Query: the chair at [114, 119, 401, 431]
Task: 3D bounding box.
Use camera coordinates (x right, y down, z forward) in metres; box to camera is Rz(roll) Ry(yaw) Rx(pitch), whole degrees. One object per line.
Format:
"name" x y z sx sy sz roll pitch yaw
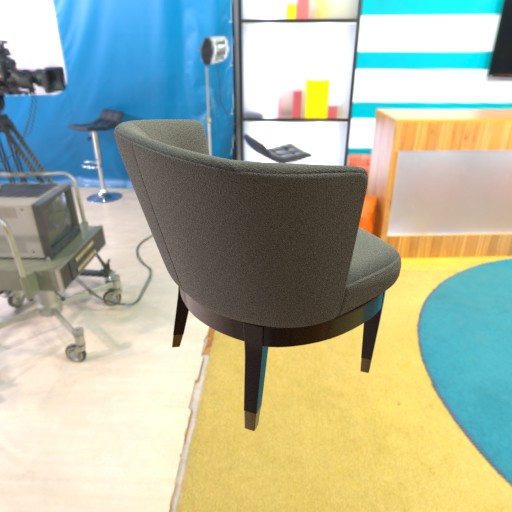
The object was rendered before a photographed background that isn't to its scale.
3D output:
"chair" 0.000 0.000 1.289 0.660 0.760 0.700 -18 32 -32
